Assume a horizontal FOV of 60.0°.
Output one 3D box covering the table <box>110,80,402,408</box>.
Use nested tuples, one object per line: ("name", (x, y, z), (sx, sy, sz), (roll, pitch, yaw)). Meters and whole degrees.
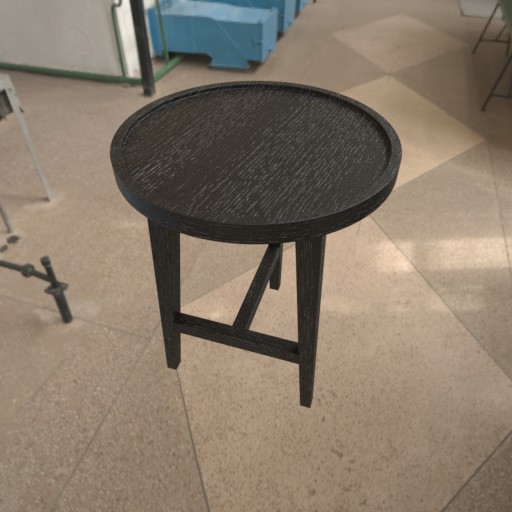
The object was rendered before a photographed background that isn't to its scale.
("table", (0.000, 0.000, 0.777), (0.399, 0.460, 0.399), (0, 43, 0))
